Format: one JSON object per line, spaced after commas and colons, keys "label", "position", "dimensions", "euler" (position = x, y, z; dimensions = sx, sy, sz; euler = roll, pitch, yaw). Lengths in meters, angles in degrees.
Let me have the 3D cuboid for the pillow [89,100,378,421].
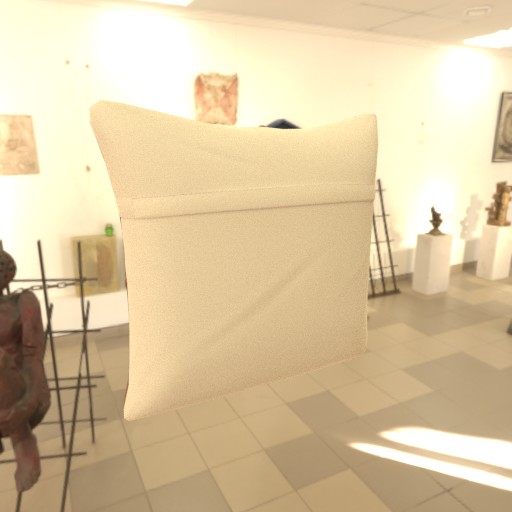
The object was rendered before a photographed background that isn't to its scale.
{"label": "pillow", "position": [0.000, 0.000, 0.731], "dimensions": [0.484, 0.470, 0.192], "euler": [-7, 17, -26]}
